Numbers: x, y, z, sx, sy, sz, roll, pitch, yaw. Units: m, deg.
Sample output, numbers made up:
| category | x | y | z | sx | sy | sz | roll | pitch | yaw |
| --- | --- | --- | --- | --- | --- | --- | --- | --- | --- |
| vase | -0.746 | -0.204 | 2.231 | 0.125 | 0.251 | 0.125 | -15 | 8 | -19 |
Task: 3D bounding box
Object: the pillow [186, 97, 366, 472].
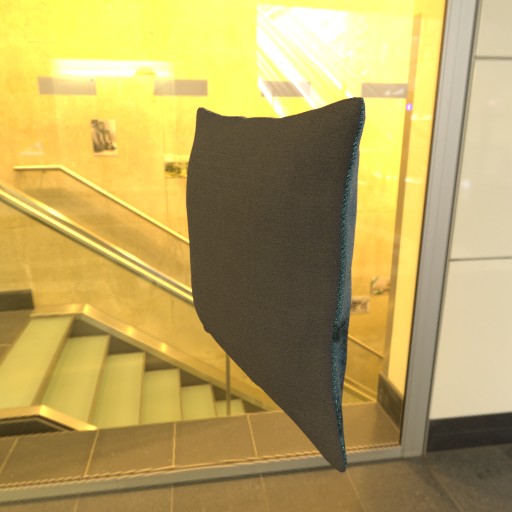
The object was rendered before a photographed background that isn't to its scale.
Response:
| category | x | y | z | sx | sy | sz | roll | pitch | yaw |
| --- | --- | --- | --- | --- | --- | --- | --- | --- | --- |
| pillow | 0.000 | 0.000 | 0.651 | 0.138 | 0.430 | 0.436 | -8 | 18 | -27 |
